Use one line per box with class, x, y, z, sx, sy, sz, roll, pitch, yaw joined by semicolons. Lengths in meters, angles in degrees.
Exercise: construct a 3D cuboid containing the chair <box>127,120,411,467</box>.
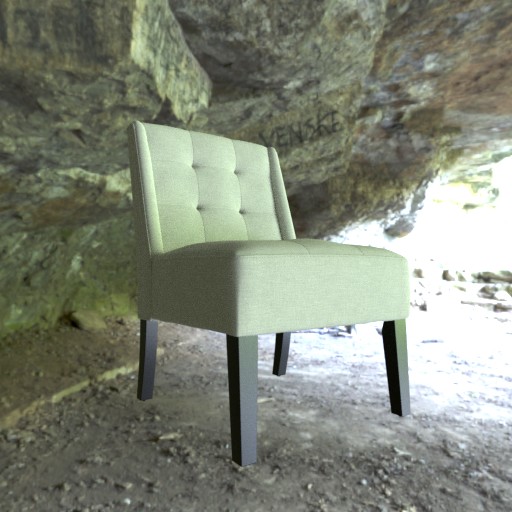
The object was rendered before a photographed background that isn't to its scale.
chair;0.000;0.000;1.291;0.569;0.853;0.676;1;-2;-35
